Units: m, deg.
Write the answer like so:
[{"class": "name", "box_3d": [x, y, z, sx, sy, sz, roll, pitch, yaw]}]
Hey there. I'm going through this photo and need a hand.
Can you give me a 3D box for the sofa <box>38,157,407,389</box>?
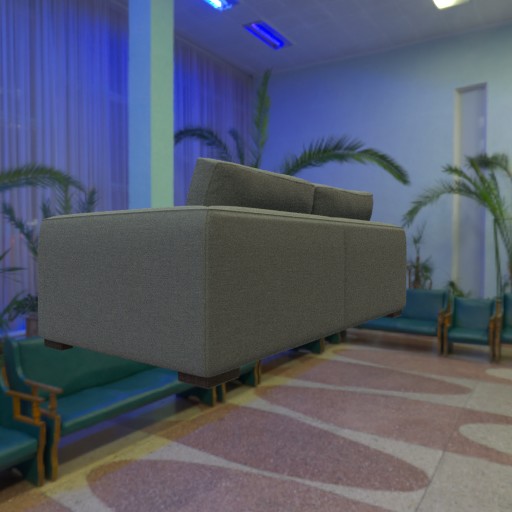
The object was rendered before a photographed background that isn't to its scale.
[{"class": "sofa", "box_3d": [0.000, 0.000, 2.428, 1.069, 0.800, 1.920, 1, 2, 36]}]
